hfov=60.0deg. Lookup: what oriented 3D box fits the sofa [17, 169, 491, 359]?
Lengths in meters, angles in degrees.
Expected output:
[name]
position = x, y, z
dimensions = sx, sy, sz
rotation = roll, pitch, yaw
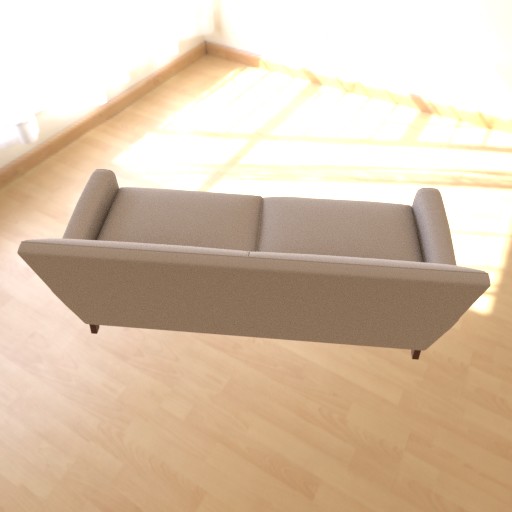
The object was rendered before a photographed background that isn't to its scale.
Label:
[sofa]
position = 0.000, 0.000, 2.358
dimensions = 2.000, 0.846, 0.875
rotation = 4, 48, 4
